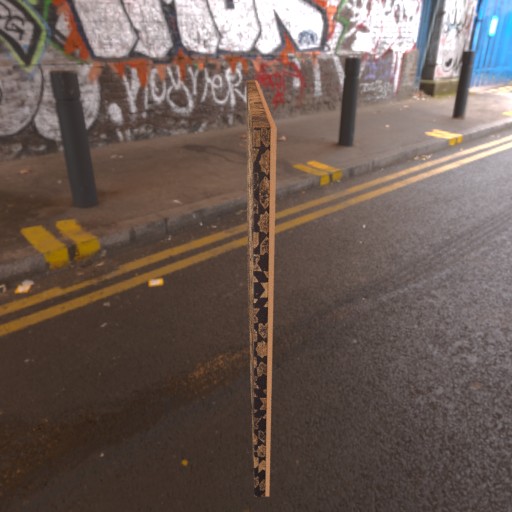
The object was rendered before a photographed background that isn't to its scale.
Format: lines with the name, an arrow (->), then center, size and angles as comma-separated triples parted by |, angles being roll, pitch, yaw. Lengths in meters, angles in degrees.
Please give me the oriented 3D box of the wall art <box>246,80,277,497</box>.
wall art -> 0.000, 0.000, 1.331 | 0.038, 0.914, 0.914 | -1, 26, -2
